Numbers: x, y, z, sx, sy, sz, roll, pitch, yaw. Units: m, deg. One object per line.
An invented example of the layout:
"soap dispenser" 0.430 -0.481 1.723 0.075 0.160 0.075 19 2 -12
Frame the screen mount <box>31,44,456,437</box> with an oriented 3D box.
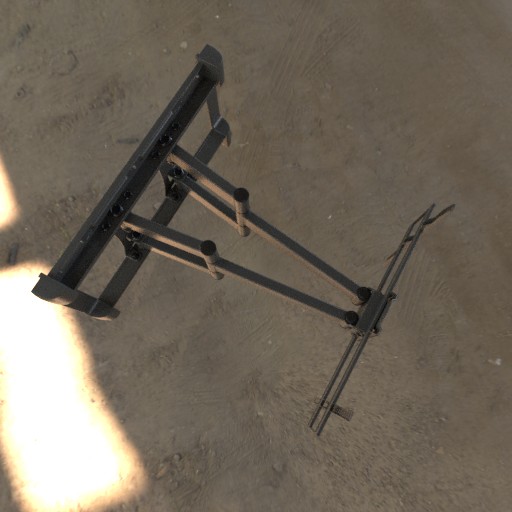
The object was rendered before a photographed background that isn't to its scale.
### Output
"screen mount" 0.000 0.000 0.942 0.556 0.424 0.571 29 77 7
